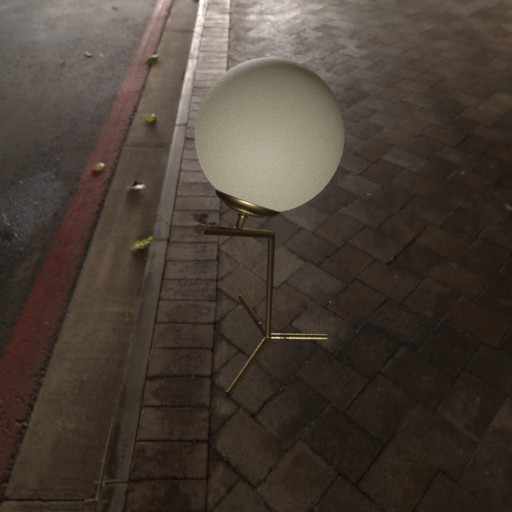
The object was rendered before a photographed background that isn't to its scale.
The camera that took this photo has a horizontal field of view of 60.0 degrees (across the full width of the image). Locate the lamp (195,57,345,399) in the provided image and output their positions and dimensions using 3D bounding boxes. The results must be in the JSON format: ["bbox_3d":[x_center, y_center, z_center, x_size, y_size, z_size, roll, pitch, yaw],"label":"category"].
[{"bbox_3d":[0.000,0.000,0.668,0.210,0.552,0.251,23,50,21],"label":"lamp"}]
